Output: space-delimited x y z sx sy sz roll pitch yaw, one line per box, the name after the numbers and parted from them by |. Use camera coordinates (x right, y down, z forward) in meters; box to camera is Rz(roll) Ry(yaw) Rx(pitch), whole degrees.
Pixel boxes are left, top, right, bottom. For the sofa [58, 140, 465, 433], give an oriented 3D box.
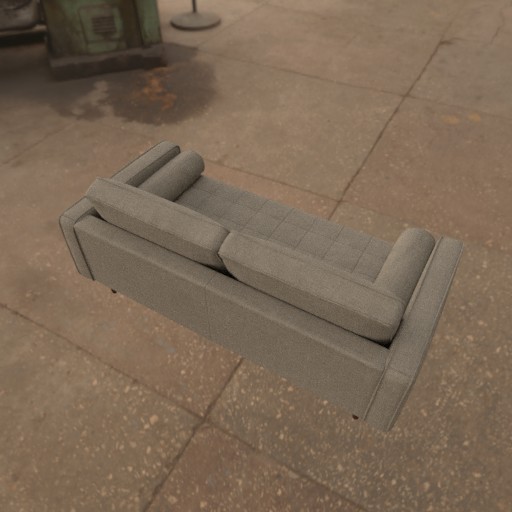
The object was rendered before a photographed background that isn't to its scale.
0.000 0.000 2.343 1.879 0.762 0.914 23 50 21 | sofa
